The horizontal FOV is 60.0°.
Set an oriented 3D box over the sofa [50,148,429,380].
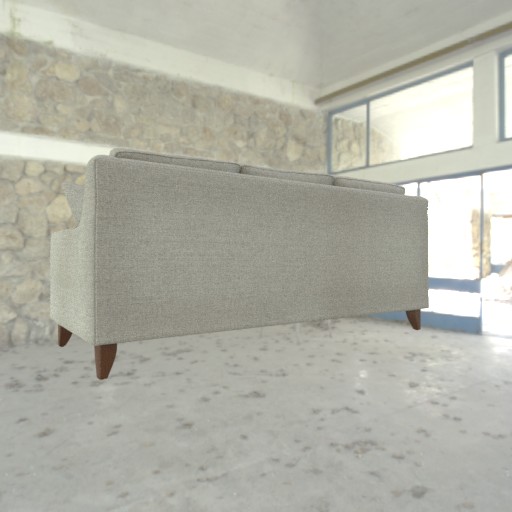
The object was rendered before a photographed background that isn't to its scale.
[{"bbox_3d":[0.000,0.000,2.496,2.031,0.914,0.865,0,0,-35],"label":"sofa"}]
